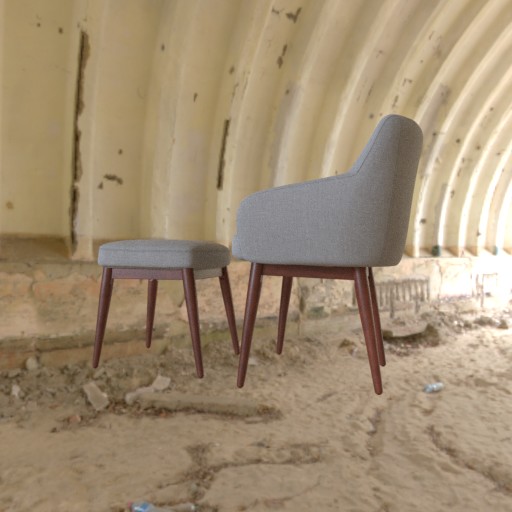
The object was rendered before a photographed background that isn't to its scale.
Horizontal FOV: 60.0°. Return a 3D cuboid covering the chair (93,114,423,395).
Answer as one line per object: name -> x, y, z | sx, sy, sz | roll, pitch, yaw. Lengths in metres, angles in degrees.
chair -> 0.000, 0.000, 1.571 | 1.107, 0.799, 0.584 | 0, 1, 18
